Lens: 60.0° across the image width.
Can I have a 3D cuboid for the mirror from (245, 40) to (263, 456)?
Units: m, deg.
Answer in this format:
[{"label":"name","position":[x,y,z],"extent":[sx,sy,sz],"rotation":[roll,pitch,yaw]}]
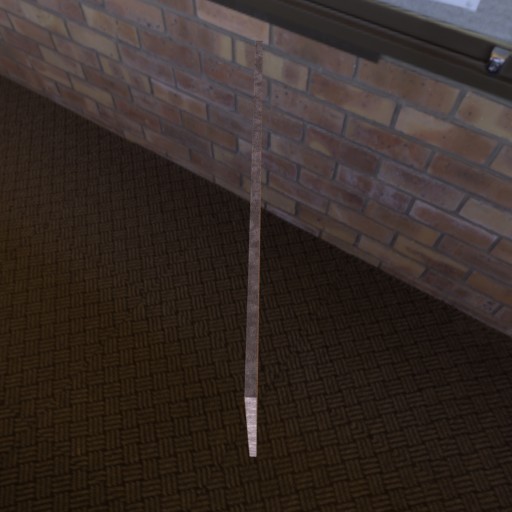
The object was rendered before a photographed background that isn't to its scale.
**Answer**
[{"label":"mirror","position":[0.000,0.000,1.446],"extent":[0.022,0.795,1.101],"rotation":[1,59,1]}]
